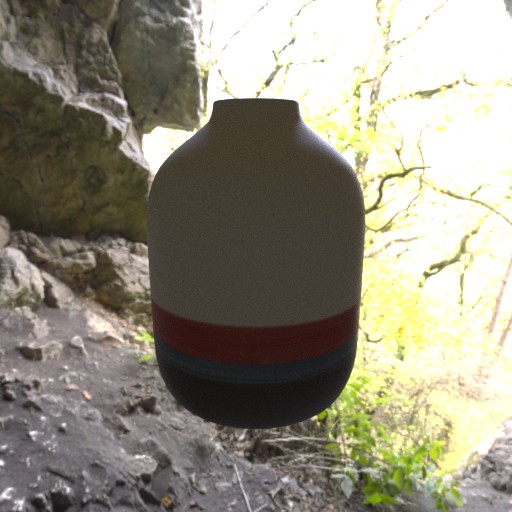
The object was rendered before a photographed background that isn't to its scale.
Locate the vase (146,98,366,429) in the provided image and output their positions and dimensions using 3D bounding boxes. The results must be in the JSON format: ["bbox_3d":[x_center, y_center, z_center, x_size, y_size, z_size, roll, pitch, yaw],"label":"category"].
[{"bbox_3d":[0.000,0.000,0.359,0.169,0.237,0.169,0,15,0],"label":"vase"}]
